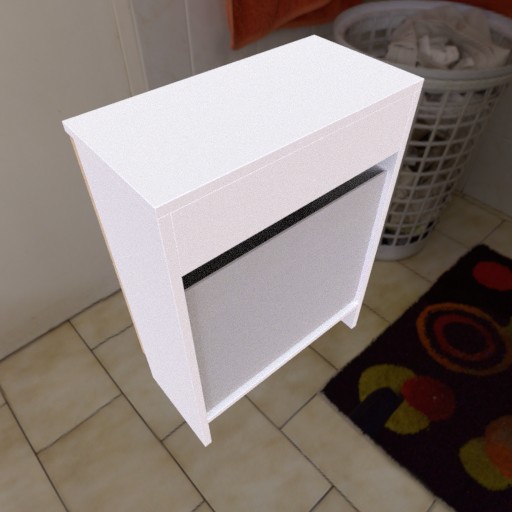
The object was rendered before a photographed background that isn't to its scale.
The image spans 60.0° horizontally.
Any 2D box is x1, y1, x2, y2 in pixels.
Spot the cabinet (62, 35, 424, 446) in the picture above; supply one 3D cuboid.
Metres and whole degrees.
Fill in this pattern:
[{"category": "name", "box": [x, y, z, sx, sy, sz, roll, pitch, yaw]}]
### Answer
[{"category": "cabinet", "box": [0.000, 0.000, 1.088, 0.600, 0.815, 0.296, -31, 54, -27]}]
